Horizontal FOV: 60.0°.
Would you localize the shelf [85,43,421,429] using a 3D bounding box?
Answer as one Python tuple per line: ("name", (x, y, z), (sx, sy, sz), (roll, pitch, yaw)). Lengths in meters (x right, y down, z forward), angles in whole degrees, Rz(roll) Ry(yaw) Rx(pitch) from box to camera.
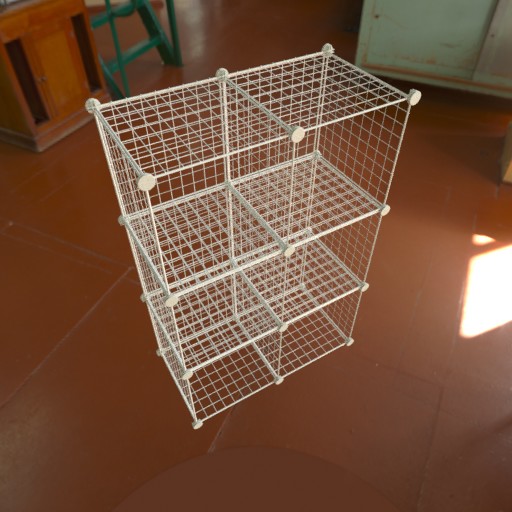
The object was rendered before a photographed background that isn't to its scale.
("shelf", (0.000, 0.000, 1.415), (0.711, 1.067, 0.356), (-23, 49, -21))
